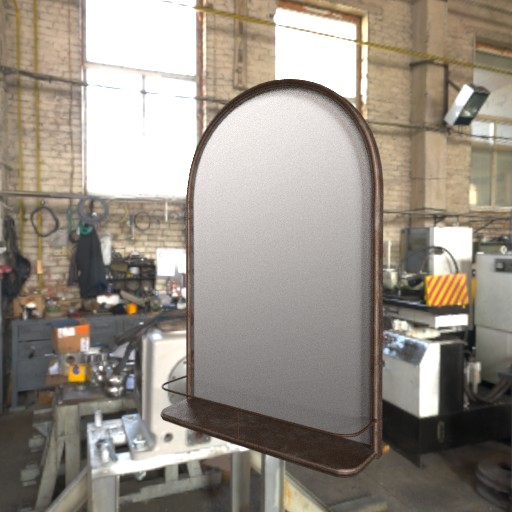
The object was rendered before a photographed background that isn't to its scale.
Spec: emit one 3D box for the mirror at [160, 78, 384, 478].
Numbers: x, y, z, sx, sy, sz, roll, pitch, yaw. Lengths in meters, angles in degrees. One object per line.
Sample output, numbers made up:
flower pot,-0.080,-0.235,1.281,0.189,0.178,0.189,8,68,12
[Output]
mirror,0.000,0.000,0.948,0.510,0.770,0.137,1,1,36
